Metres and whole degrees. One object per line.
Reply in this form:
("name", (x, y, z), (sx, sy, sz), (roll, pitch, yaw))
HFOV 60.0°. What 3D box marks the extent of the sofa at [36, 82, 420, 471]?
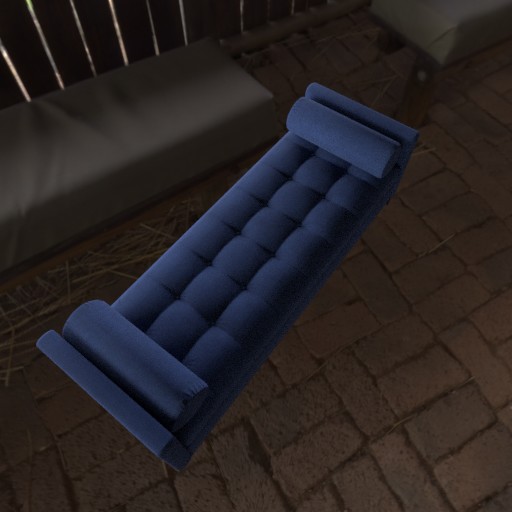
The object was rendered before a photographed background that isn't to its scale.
("sofa", (0.000, 0.000, 2.289), (0.686, 0.635, 1.981), (33, 64, 18))
